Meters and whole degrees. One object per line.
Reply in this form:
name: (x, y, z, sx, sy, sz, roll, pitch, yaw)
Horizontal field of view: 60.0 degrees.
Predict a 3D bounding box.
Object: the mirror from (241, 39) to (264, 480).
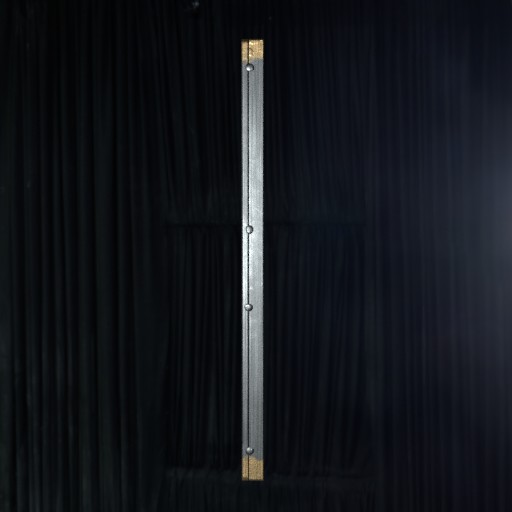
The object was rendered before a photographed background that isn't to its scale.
mirror: (0.000, 0.000, 0.572, 0.020, 0.381, 0.382, 0, 2, 1)
